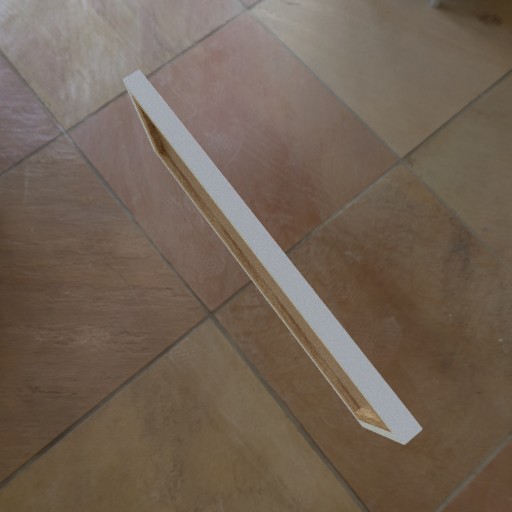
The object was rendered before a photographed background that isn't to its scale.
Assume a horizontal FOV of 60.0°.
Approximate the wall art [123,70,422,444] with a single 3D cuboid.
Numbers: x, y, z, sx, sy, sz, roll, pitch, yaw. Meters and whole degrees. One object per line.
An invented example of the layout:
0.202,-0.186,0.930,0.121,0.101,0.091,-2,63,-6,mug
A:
0.000,0.000,0.844,0.038,0.255,0.763,-35,77,-9,wall art
